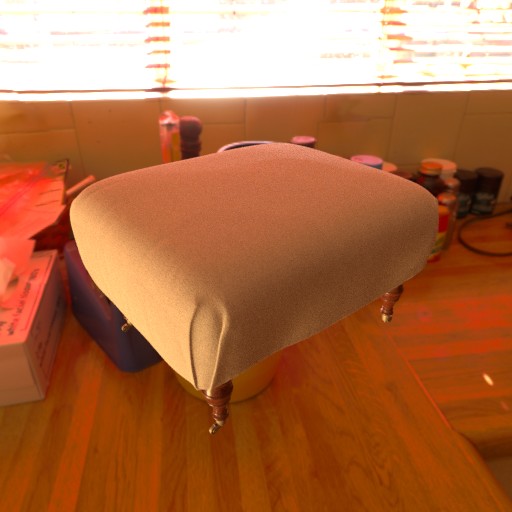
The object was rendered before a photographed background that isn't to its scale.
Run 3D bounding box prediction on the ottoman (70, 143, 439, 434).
[{"bbox_3d":[0.000,0.000,1.143,0.746,0.450,0.622,-22,36,-33],"label":"ottoman"}]
